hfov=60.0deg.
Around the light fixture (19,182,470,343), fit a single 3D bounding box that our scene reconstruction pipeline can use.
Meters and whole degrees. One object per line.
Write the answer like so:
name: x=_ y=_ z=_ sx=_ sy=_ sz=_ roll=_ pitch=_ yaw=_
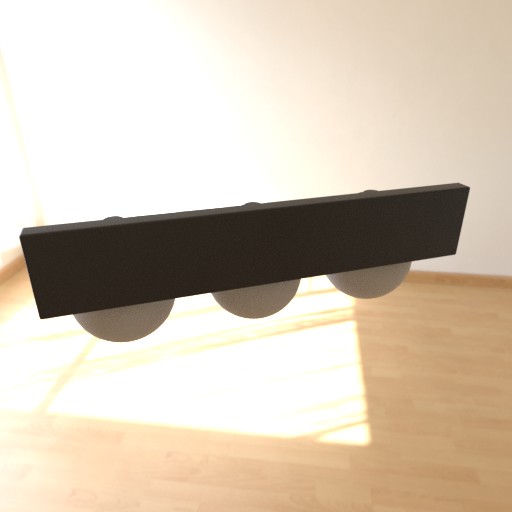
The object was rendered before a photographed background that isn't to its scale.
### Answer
light fixture: x=0.000 y=0.000 z=0.828 sx=0.721 sy=0.263 sz=0.218 roll=-8 pitch=27 yaw=-16
